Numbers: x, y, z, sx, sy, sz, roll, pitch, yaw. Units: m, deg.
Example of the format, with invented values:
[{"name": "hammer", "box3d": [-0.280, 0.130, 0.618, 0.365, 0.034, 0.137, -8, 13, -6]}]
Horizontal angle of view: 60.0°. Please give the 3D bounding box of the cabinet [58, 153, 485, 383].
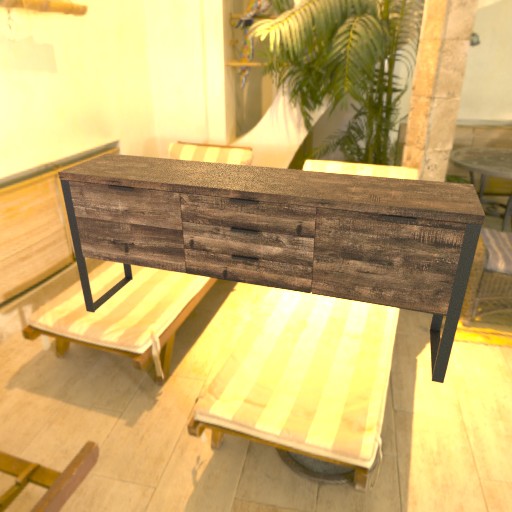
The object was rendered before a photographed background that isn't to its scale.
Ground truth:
[{"name": "cabinet", "box3d": [0.000, 0.000, 2.120, 1.800, 0.762, 0.395, 8, 27, 16]}]
